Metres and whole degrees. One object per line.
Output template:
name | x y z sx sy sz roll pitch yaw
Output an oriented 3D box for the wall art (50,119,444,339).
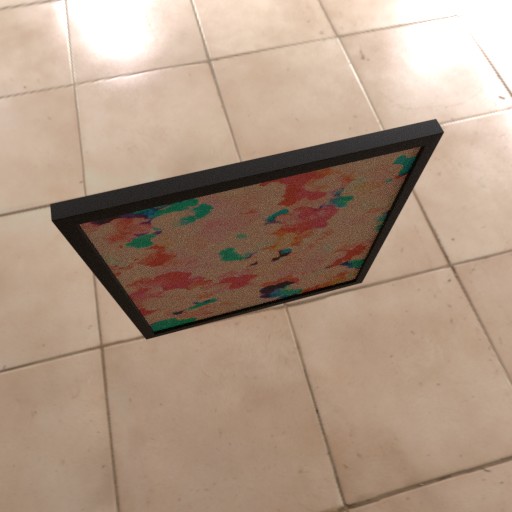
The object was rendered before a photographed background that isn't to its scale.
wall art | 0.000 0.000 0.473 0.306 0.304 0.015 -14 64 -7
